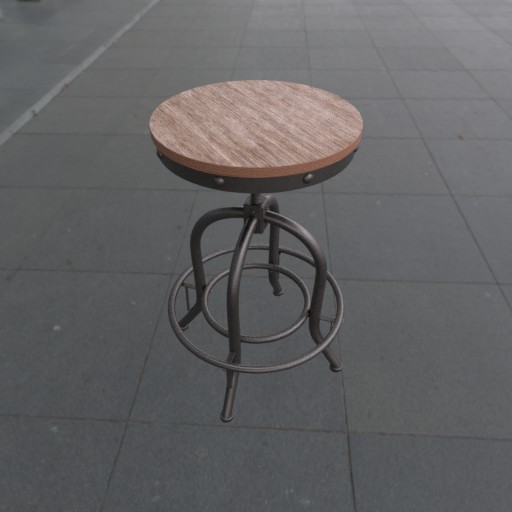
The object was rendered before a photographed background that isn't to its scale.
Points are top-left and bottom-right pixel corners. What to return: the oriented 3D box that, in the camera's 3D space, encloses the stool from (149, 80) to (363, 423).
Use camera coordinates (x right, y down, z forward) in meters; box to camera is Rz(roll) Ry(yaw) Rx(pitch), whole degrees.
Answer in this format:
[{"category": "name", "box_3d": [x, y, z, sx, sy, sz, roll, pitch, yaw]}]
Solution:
[{"category": "stool", "box_3d": [0.000, 0.000, 0.931, 0.439, 0.609, 0.439, 12, 42, 14]}]
